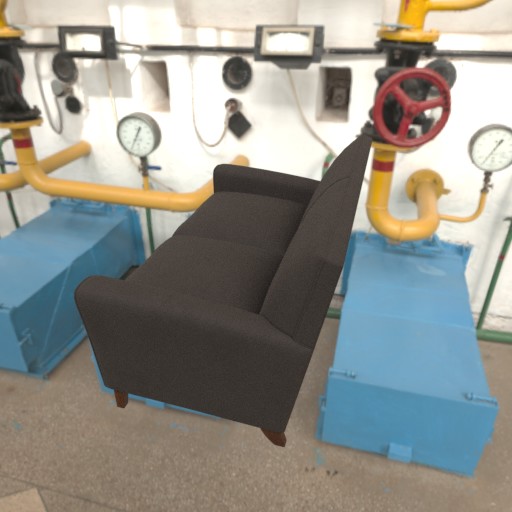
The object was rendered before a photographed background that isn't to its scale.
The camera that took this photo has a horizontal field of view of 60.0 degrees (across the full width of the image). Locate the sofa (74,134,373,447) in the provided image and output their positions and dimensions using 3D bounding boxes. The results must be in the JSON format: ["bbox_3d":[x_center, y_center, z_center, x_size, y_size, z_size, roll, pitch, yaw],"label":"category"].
[{"bbox_3d":[0.000,0.000,2.040,0.871,0.846,1.420,8,31,14],"label":"sofa"}]
